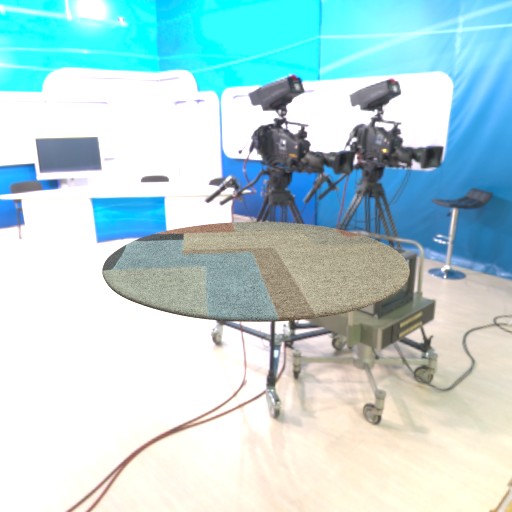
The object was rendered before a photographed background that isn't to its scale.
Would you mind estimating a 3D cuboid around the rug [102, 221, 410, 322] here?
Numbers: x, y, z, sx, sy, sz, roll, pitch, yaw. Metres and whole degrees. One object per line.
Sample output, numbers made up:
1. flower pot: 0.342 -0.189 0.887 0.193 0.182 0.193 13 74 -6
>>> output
1. rug: 0.000 0.000 3.732 2.461 0.033 2.461 0 18 0
